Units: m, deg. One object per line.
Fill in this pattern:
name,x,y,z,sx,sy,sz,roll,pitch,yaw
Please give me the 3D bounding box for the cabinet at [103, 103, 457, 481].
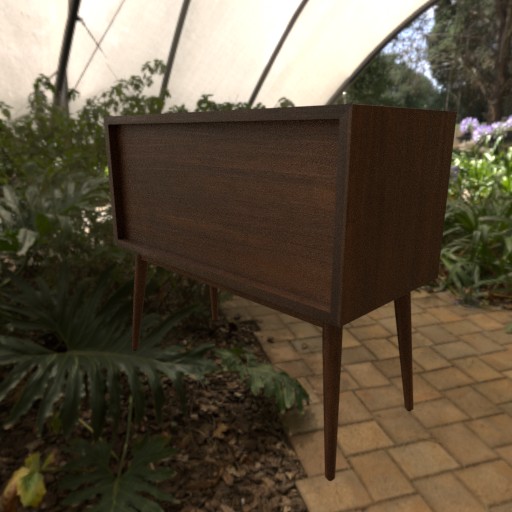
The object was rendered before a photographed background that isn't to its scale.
cabinet,0.000,0.000,1.074,0.354,0.654,0.743,-15,21,-42
